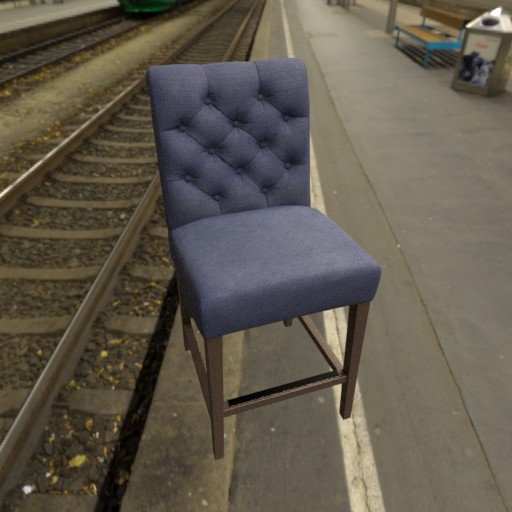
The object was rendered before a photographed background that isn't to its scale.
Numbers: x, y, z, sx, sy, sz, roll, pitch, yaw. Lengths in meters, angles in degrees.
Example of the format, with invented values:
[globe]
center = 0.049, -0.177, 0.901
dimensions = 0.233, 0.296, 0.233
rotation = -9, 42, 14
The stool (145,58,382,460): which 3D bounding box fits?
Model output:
[stool]
center = 0.000, 0.000, 1.333
dimensions = 0.493, 1.010, 0.601
rotation = -11, 35, -16
